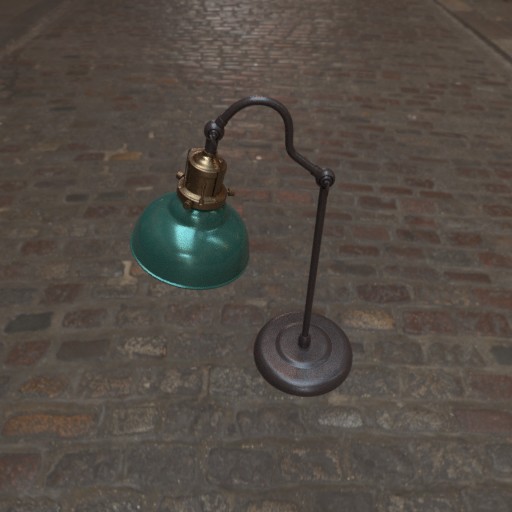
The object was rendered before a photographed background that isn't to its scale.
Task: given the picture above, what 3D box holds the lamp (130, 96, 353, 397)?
[{"bbox_3d":[0.000,0.000,0.694,0.374,0.508,0.192,0,42,0],"label":"lamp"}]
